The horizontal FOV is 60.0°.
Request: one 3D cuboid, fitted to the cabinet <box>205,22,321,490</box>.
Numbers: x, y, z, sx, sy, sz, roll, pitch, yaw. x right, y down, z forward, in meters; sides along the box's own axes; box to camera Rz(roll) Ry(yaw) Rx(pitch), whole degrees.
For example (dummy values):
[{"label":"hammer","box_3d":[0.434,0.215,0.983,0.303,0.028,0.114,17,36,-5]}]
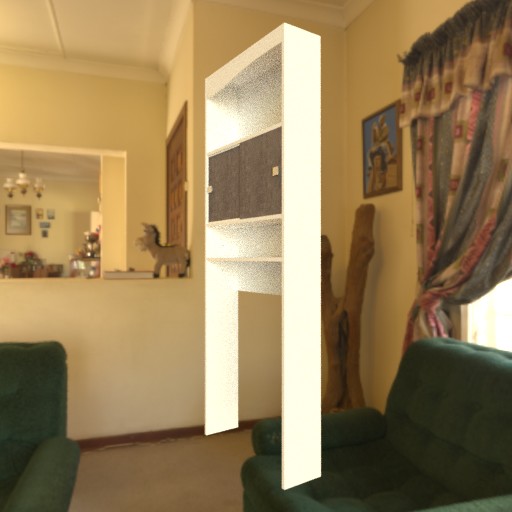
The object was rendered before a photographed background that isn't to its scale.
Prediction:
[{"label":"cabinet","box_3d":[0.000,0.000,1.994,0.192,1.770,0.643,0,0,-34]}]
